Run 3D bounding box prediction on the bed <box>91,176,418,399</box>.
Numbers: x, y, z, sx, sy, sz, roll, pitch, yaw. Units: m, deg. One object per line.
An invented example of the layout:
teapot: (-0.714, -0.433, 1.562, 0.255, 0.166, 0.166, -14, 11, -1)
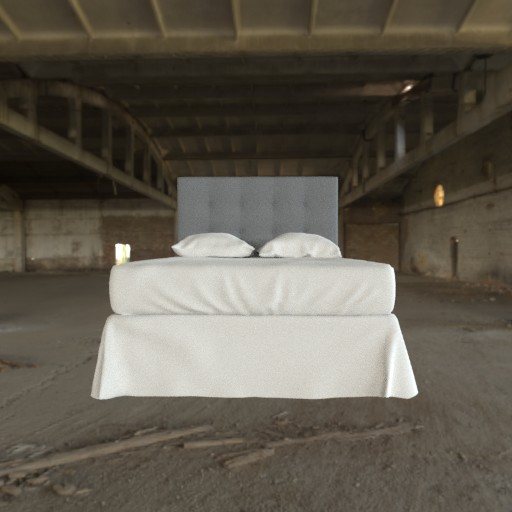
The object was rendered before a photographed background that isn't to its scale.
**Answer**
bed: (0.000, 0.000, 3.511, 1.936, 1.577, 2.222, 0, 1, 1)
